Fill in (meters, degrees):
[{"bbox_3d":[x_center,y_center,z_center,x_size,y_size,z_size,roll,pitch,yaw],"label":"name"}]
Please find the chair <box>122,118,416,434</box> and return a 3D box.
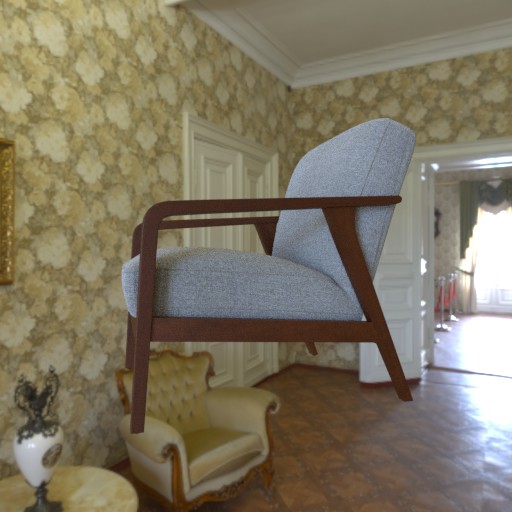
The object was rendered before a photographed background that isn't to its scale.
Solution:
[{"bbox_3d":[0.000,0.000,1.484,0.858,0.847,0.704,0,0,-17],"label":"chair"}]
